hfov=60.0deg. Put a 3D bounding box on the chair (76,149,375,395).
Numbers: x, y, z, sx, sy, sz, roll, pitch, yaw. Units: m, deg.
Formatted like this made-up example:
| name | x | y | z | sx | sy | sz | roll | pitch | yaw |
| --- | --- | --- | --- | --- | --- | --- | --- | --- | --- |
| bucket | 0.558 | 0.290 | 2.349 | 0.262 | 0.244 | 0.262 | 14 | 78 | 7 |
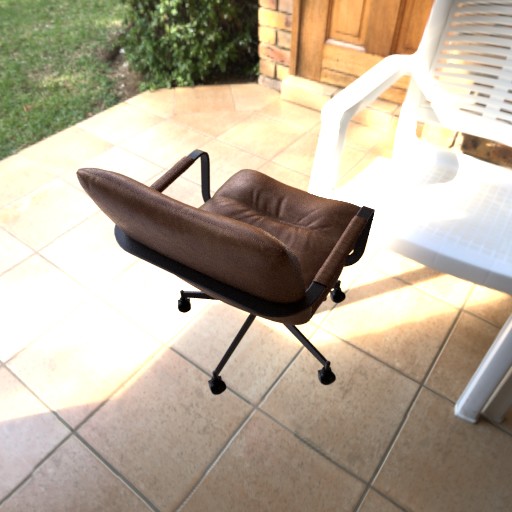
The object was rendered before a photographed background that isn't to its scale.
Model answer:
| name | x | y | z | sx | sy | sz | roll | pitch | yaw |
| --- | --- | --- | --- | --- | --- | --- | --- | --- | --- |
| chair | 0.000 | 0.000 | 1.483 | 0.727 | 0.922 | 0.754 | 23 | 49 | 21 |
